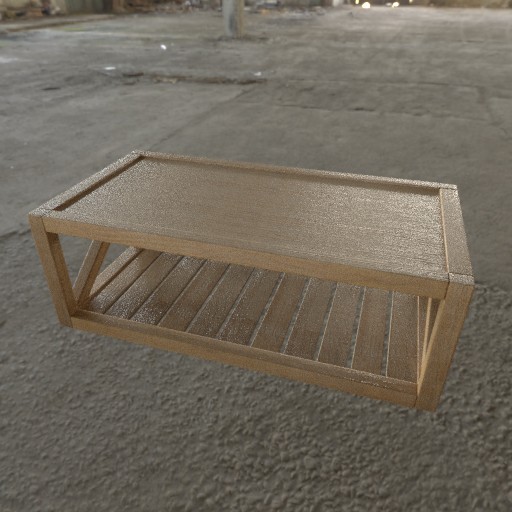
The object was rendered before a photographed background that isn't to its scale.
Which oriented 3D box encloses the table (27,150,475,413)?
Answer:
[{"bbox_3d":[0.000,0.000,1.614,1.321,0.457,0.660,9,33,15],"label":"table"}]
